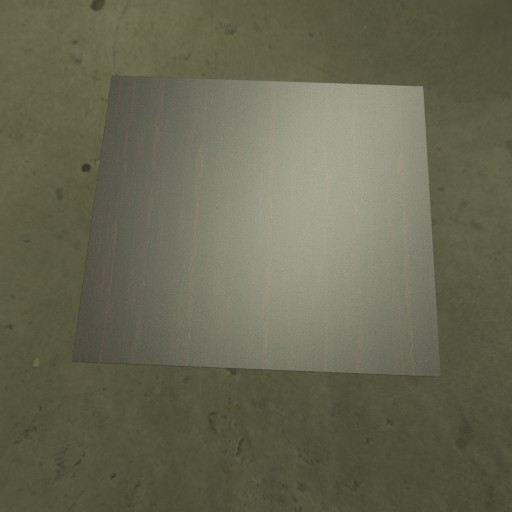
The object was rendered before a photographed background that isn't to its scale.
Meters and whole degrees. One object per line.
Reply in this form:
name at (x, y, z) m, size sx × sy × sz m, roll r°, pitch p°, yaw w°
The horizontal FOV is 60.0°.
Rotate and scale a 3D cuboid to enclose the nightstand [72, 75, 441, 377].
nightstand at (0.000, 0.000, 0.806) m, size 0.461 × 0.460 × 0.400 m, roll 2°, pitch 76°, yaw 1°
